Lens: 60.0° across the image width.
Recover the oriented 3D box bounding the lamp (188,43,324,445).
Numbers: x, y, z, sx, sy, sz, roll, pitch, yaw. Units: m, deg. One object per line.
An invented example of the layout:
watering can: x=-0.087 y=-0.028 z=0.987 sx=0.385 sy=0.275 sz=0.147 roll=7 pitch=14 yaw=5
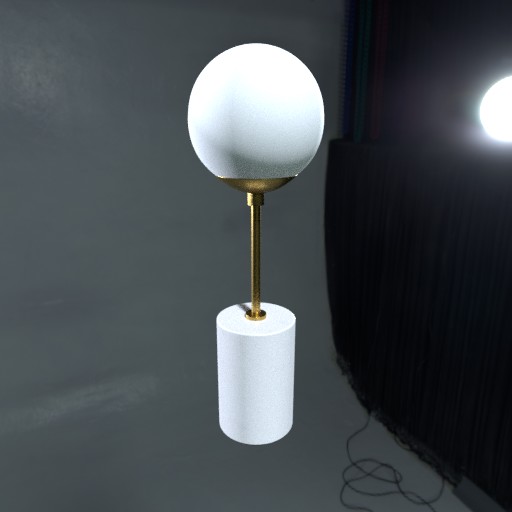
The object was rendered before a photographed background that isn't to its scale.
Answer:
lamp: x=0.000 y=0.000 z=0.551 sx=0.153 sy=0.480 sz=0.153 roll=0 pitch=17 yaw=0
